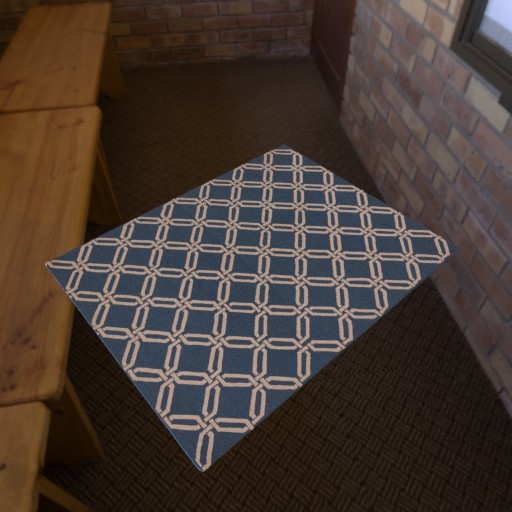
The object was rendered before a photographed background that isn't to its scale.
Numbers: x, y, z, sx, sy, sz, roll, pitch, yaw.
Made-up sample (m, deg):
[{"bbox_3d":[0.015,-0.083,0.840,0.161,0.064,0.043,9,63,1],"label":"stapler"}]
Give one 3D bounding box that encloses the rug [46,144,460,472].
[{"bbox_3d":[0.000,0.000,3.887,2.867,0.020,2.277,-33,54,-27],"label":"rug"}]
